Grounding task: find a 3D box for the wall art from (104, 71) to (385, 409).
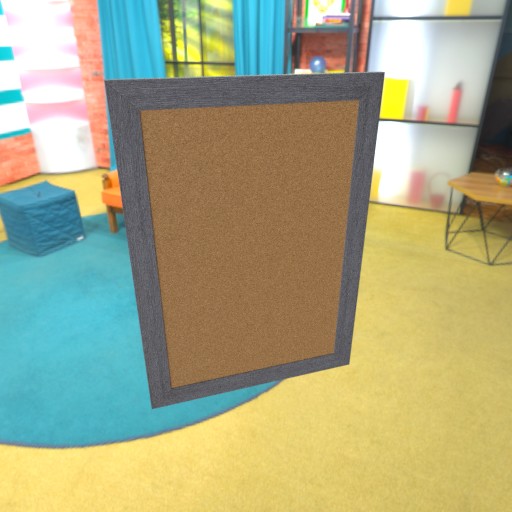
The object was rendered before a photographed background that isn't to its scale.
[{"bbox_3d":[0.000,0.000,1.414,0.768,1.070,0.020,-8,28,-16],"label":"wall art"}]
